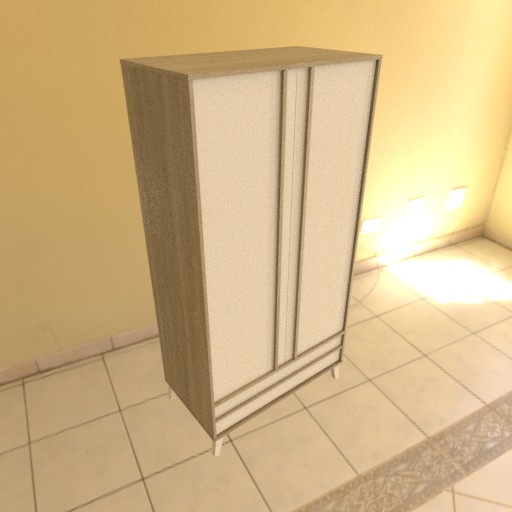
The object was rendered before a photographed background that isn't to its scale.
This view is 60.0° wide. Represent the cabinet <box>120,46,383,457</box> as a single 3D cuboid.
[{"bbox_3d":[0.000,0.000,2.428,1.006,1.999,0.571,-21,36,-32],"label":"cabinet"}]
